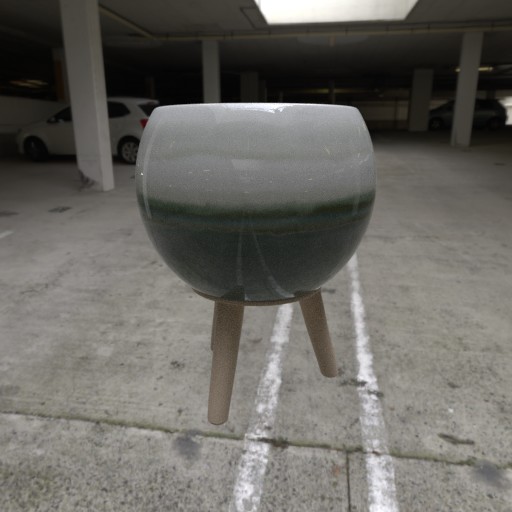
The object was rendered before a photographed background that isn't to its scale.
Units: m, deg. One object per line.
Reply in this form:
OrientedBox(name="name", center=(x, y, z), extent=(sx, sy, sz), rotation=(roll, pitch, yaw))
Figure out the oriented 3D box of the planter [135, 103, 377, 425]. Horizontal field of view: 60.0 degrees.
OrientedBox(name="planter", center=(0.000, 0.000, 0.440), extent=(0.222, 0.278, 0.222), rotation=(0, 16, 0))
